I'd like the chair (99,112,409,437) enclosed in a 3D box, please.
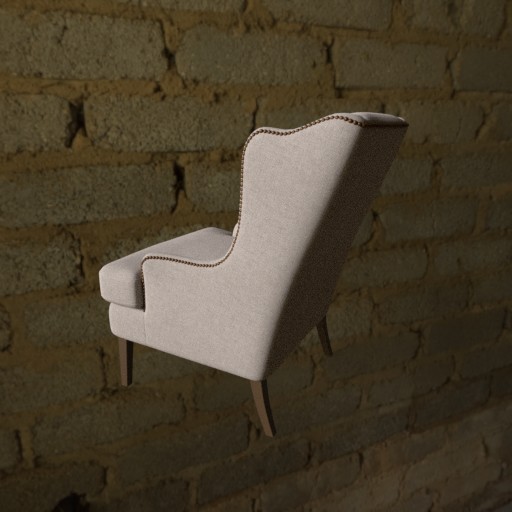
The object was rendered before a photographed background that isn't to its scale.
[{"bbox_3d":[0.000,0.000,1.688,0.940,1.029,0.737,8,18,26],"label":"chair"}]
